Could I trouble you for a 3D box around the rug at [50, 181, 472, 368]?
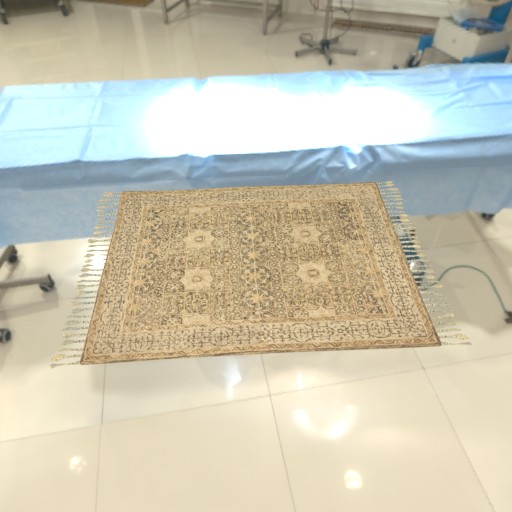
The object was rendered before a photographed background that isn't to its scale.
[{"bbox_3d":[0.000,0.000,3.112,2.465,0.023,1.619,-2,46,-2],"label":"rug"}]
